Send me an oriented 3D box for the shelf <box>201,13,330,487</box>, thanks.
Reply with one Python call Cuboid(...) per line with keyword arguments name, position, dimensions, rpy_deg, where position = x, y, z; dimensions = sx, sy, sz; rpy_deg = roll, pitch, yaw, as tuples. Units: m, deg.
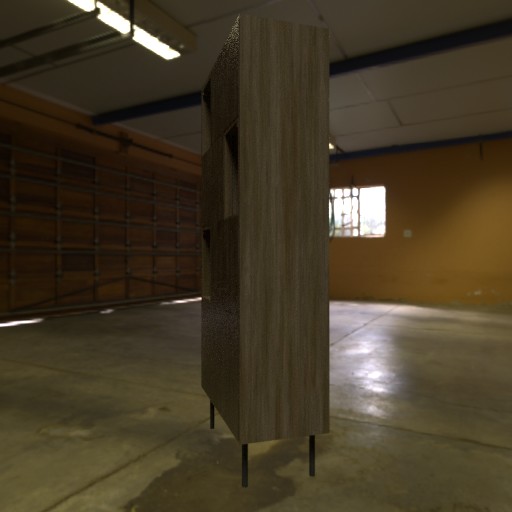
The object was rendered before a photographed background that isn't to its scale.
Cuboid(name="shelf", position=(0.000, 0.000, 1.778), dimensions=(0.323, 1.545, 0.670), rpy_deg=(0, 0, -17))
